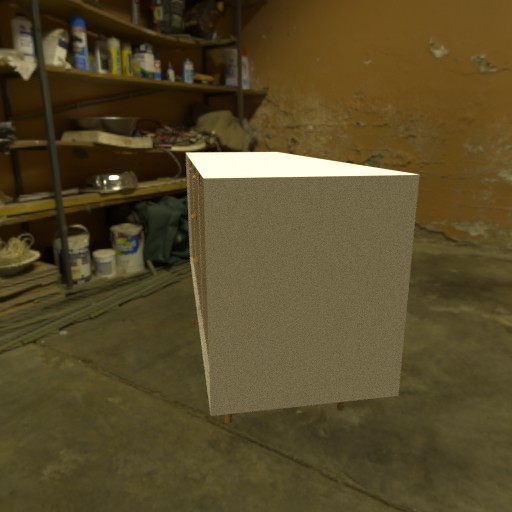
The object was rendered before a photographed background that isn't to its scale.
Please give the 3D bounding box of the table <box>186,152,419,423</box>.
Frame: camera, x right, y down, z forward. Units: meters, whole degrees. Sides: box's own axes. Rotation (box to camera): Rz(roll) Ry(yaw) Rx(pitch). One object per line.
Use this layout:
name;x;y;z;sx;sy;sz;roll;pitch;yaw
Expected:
table;0.000;0.000;1.805;0.508;0.769;1.500;-3;15;-10
